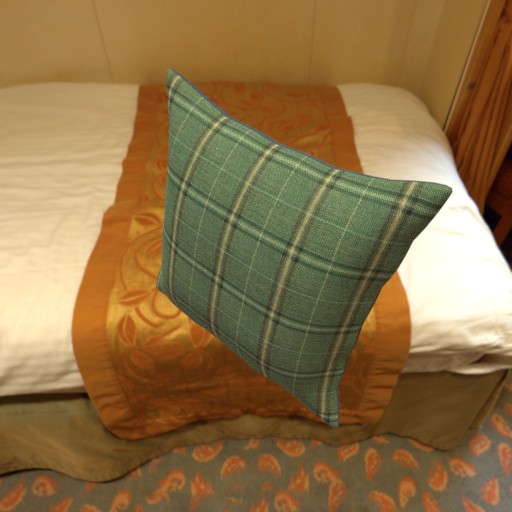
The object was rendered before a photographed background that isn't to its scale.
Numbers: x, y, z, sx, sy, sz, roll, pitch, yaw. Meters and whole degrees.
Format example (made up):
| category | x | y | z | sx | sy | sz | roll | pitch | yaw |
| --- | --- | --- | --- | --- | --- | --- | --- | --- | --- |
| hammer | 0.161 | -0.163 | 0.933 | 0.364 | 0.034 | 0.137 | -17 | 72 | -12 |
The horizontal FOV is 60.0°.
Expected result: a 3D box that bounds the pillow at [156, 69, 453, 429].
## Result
| category | x | y | z | sx | sy | sz | roll | pitch | yaw |
| --- | --- | --- | --- | --- | --- | --- | --- | --- | --- |
| pillow | 0.000 | 0.000 | 0.697 | 0.453 | 0.430 | 0.200 | 32 | 55 | 27 |
